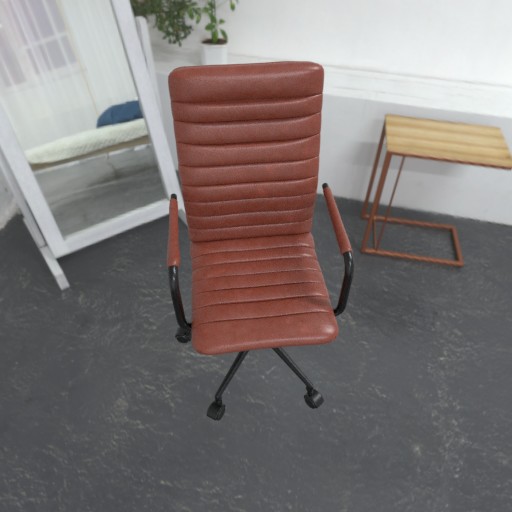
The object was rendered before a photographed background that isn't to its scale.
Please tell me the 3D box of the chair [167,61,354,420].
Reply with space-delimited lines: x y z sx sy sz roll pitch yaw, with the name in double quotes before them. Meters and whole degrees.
"chair" 0.000 0.000 1.341 0.608 0.979 0.580 -5 46 -5
